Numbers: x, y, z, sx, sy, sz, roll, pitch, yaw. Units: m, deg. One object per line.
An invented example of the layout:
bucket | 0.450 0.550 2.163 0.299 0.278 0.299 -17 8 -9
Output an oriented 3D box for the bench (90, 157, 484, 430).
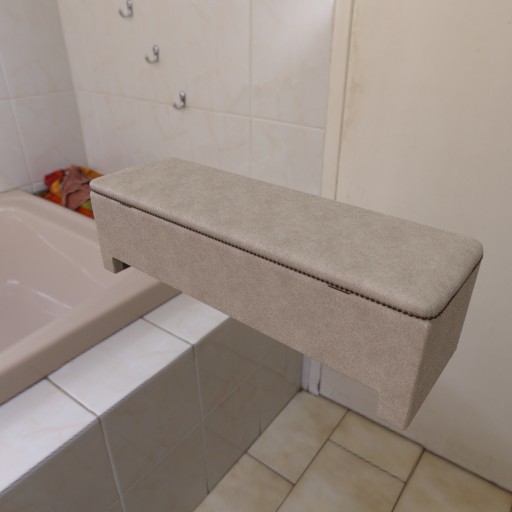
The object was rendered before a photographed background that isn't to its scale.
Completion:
bench | 0.000 0.000 1.716 1.482 0.447 0.470 21 35 33
